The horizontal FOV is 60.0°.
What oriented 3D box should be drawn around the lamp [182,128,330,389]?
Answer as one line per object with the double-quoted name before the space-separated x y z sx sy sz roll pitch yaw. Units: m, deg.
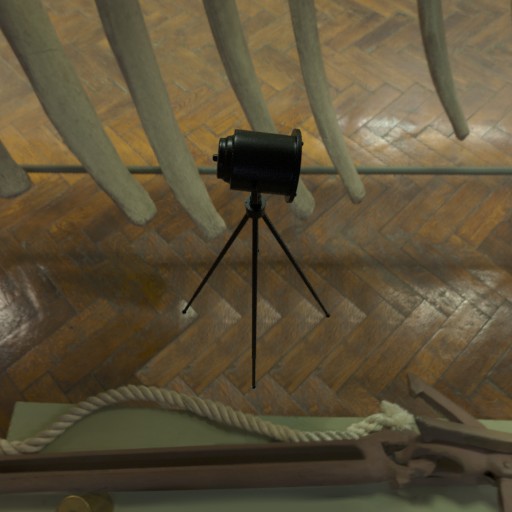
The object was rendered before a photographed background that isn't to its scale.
"lamp" 0.000 0.000 1.993 0.884 1.504 0.879 1 62 1
